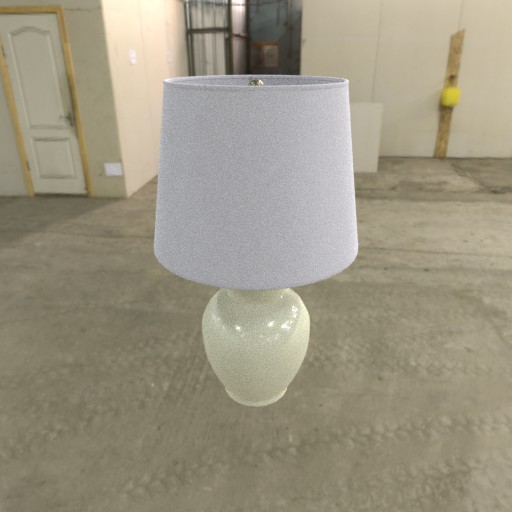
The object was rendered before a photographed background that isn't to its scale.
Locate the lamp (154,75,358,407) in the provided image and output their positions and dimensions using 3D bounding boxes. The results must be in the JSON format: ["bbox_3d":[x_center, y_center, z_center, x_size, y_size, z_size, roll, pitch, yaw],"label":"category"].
[{"bbox_3d":[0.000,0.000,0.539,0.239,0.399,0.239,0,25,0],"label":"lamp"}]
